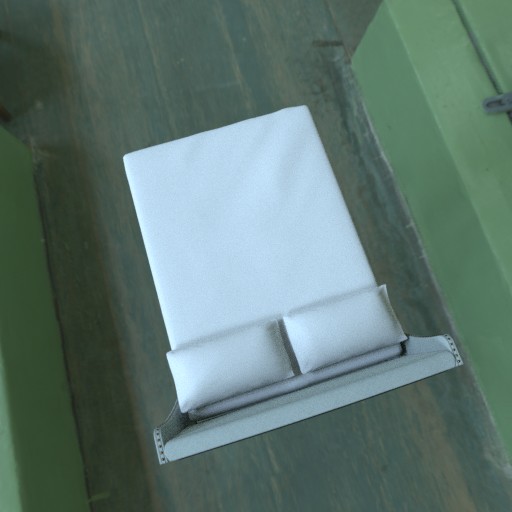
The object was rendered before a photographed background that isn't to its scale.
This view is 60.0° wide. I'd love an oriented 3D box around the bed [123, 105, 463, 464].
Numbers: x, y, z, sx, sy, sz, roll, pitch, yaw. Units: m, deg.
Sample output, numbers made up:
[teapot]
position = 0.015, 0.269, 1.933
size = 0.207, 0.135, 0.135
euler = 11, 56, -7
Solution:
[bed]
position = 0.000, 0.000, 3.224
size = 1.710, 1.407, 2.237
euler = -17, 76, -4
